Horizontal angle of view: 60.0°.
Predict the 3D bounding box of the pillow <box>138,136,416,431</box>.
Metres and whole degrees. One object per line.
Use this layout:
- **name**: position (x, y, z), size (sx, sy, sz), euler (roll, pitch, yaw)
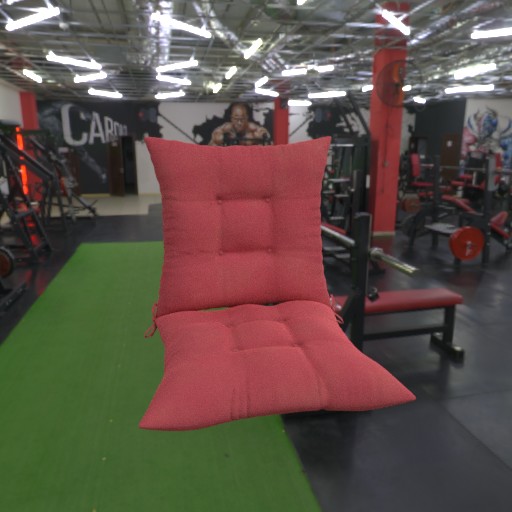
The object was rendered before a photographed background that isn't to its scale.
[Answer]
- **pillow**: position (0.000, 0.000, 1.007), size (0.541, 0.536, 0.585), euler (-2, 14, -9)
